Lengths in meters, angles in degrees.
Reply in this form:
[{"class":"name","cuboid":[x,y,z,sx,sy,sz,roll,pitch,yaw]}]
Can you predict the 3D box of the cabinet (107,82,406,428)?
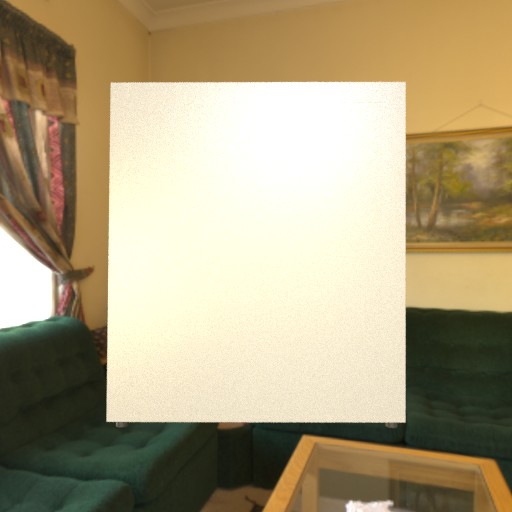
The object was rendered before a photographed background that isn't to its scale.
[{"class":"cabinet","cuboid":[0.000,0.000,1.640,0.990,1.150,0.348,0,0,0]}]
